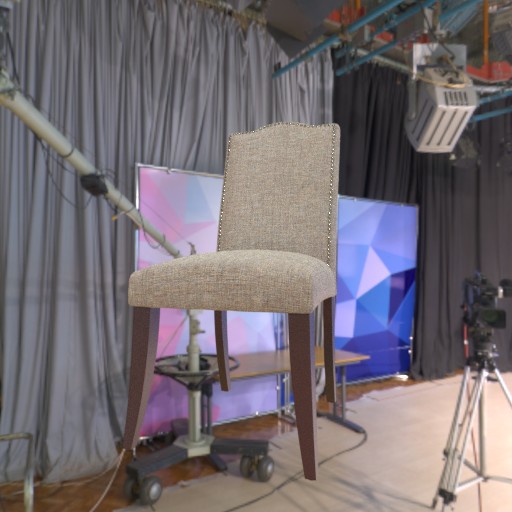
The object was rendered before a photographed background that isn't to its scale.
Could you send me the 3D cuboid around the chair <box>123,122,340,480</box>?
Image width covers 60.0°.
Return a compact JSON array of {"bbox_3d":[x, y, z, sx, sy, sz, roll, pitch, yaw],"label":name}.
[{"bbox_3d":[0.000,0.000,1.390,0.513,1.016,0.660,0,0,19],"label":"chair"}]
